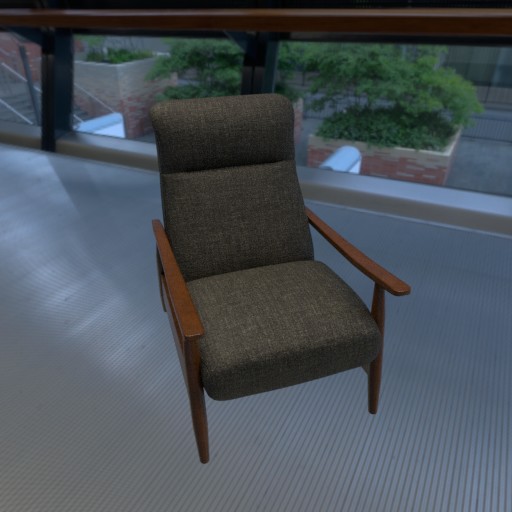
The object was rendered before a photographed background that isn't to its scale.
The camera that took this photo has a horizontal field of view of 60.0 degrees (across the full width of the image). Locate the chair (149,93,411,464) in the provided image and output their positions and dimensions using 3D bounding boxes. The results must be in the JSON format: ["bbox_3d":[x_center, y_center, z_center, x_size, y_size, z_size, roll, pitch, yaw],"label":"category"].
[{"bbox_3d":[0.000,0.000,1.818,0.762,1.082,1.014,-10,32,-16],"label":"chair"}]
